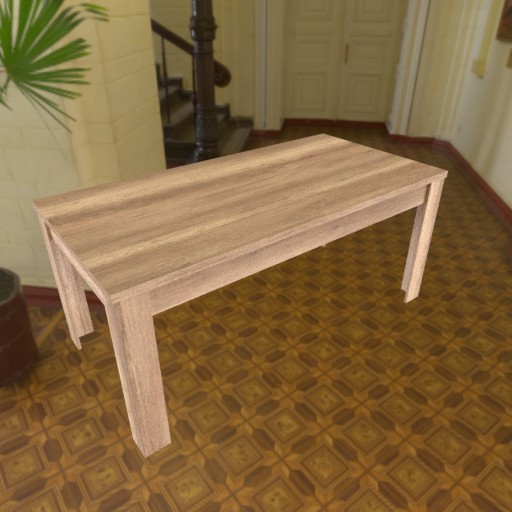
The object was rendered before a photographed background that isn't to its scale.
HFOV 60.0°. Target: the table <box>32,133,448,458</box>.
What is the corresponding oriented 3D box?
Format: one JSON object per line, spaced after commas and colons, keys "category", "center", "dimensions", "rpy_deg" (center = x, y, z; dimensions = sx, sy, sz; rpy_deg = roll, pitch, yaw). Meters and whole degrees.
{"category": "table", "center": [0.000, 0.000, 2.313], "dimensions": [1.800, 0.790, 0.900], "rpy_deg": [-21, 37, -32]}
